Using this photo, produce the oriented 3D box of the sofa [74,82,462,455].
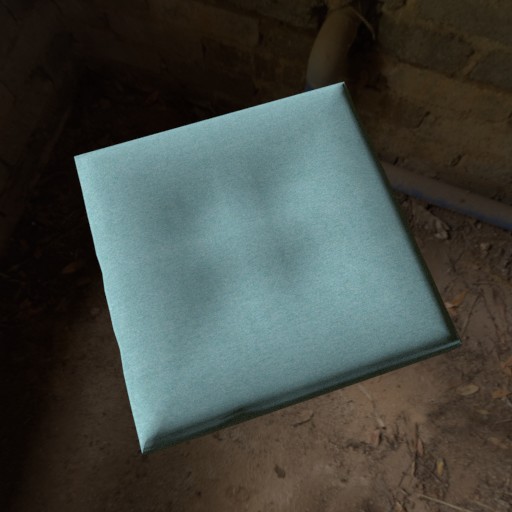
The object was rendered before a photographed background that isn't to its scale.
[{"bbox_3d":[0.000,0.000,1.422,0.930,0.330,0.930,-17,74,-5],"label":"sofa"}]
